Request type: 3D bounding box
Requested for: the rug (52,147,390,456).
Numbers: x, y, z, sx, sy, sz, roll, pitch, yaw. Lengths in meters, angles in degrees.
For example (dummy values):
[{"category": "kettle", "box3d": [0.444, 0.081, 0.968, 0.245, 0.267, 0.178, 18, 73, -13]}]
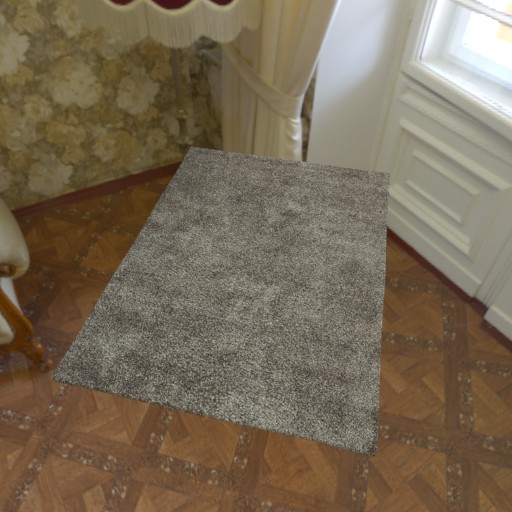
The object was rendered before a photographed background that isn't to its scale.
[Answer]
[{"category": "rug", "box3d": [0.000, 0.000, 2.101, 1.198, 0.025, 1.601, 10, 47, 9]}]
